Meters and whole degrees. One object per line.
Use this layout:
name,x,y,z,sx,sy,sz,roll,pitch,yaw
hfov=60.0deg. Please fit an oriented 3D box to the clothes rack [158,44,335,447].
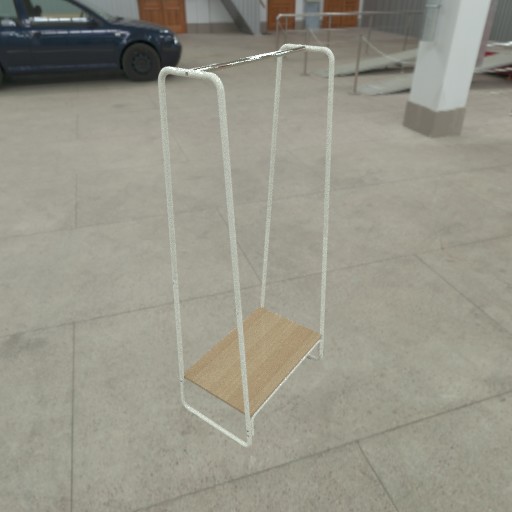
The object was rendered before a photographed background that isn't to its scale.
clothes rack,0.000,0.000,1.804,0.400,1.500,0.640,21,38,30
